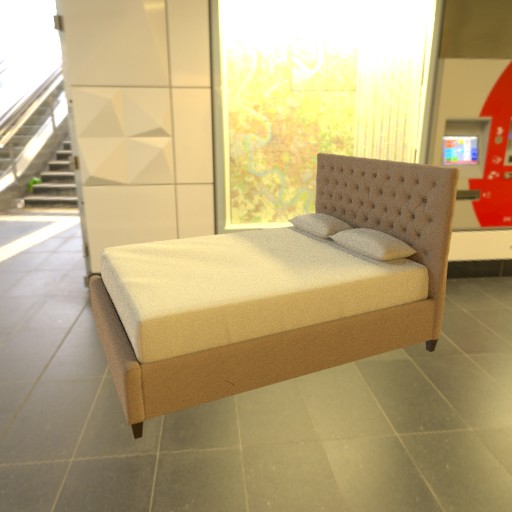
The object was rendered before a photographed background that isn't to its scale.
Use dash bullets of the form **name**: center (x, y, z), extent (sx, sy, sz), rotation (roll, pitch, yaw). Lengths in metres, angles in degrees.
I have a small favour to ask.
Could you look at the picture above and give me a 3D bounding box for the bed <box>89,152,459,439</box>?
- **bed**: center (0.000, 0.000, 3.497), extent (2.387, 1.427, 1.698), rotation (-8, 19, -25)
